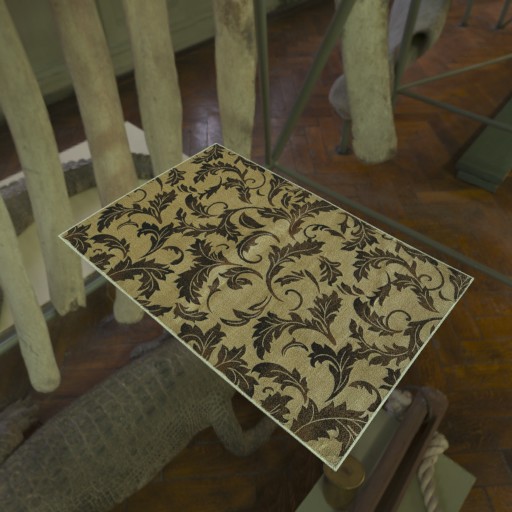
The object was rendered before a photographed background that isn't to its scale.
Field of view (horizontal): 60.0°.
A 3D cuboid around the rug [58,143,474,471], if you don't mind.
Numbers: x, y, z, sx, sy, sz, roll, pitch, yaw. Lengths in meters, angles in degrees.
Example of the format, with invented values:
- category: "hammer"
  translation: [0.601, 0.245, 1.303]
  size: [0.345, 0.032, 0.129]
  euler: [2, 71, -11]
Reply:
- category: "rug"
  translation: [0.000, 0.000, 2.884]
  size: [2.284, 0.008, 1.522]
  euler: [33, 55, 27]
